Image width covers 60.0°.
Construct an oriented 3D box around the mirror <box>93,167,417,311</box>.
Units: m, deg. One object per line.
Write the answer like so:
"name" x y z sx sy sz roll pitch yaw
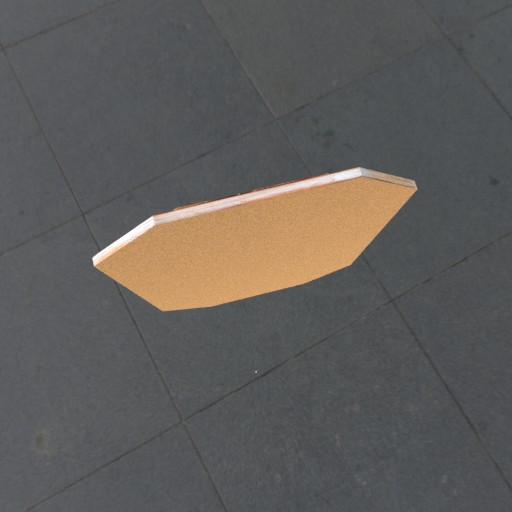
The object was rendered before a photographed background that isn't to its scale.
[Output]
"mirror" 0.000 0.000 1.296 0.709 1.015 0.061 -14 76 -4
